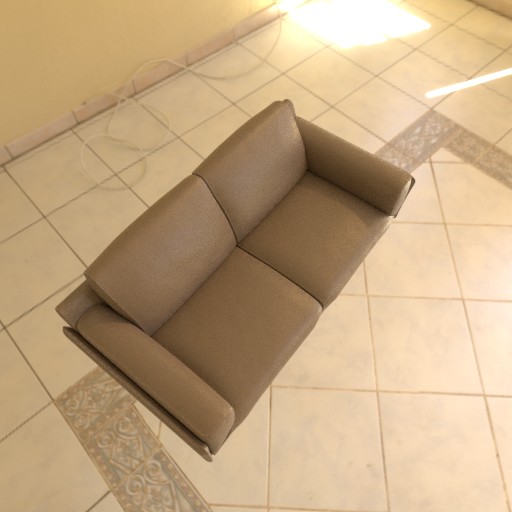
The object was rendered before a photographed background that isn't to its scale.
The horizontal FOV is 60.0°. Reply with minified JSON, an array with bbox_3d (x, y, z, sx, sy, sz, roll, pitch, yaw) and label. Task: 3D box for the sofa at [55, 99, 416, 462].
[{"bbox_3d":[0.000,0.000,2.705,1.049,0.930,2.101,33,64,19],"label":"sofa"}]
